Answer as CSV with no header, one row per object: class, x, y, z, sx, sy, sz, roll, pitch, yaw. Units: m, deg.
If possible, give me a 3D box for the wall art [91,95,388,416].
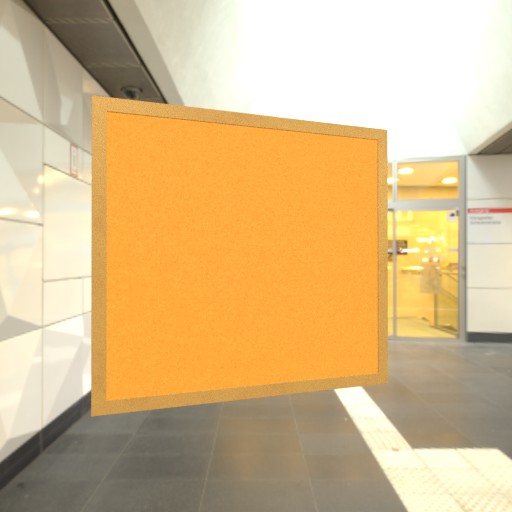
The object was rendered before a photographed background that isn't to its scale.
wall art,0.000,0.000,1.680,1.168,1.067,0.025,0,0,-20
